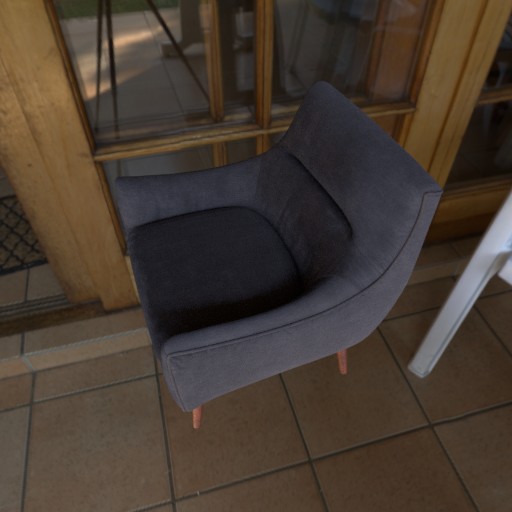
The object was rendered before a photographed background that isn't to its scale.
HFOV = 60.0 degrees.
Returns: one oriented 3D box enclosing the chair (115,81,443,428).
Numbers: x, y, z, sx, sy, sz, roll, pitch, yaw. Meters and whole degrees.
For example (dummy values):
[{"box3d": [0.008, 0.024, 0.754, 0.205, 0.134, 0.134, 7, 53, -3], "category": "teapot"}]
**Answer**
[{"box3d": [0.000, 0.000, 1.464, 0.787, 0.838, 0.762, -16, 48, -14], "category": "chair"}]
